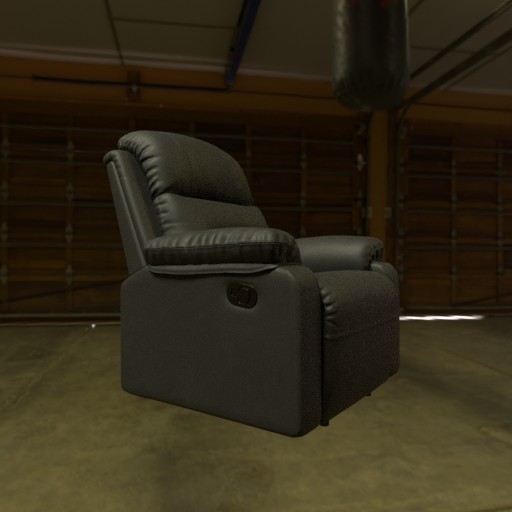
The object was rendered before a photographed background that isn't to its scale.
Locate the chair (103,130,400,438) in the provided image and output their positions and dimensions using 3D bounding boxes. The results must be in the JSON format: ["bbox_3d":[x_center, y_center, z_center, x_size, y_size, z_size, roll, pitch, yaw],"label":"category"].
[{"bbox_3d":[0.000,0.000,1.658,0.919,0.992,0.855,0,0,35],"label":"chair"}]
